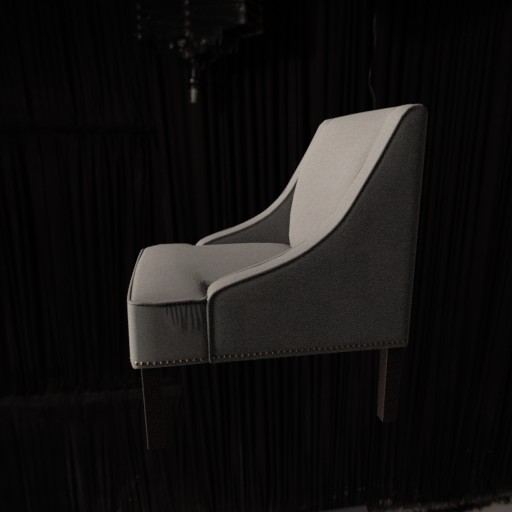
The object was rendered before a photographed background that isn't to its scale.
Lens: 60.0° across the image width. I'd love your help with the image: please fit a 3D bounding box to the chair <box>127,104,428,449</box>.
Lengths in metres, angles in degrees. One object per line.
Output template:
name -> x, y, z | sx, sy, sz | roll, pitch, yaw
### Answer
chair -> 0.000, 0.000, 1.394 | 0.747, 0.867, 0.631 | -2, 14, -10
